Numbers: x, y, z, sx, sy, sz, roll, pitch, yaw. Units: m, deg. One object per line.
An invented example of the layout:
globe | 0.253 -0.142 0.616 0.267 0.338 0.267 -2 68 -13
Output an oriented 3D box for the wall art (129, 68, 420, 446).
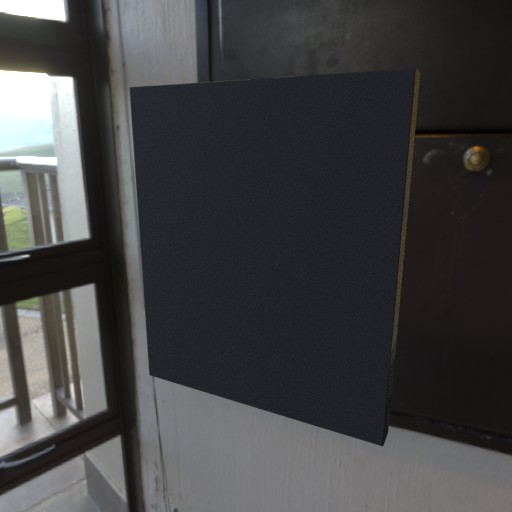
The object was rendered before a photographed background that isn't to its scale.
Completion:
wall art | 0.000 0.000 0.690 0.435 0.511 0.037 8 17 26
